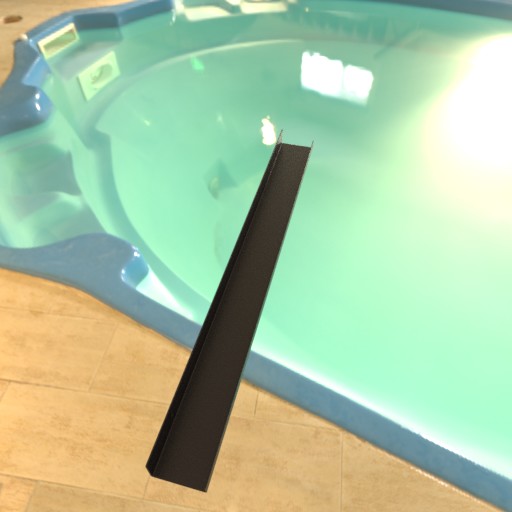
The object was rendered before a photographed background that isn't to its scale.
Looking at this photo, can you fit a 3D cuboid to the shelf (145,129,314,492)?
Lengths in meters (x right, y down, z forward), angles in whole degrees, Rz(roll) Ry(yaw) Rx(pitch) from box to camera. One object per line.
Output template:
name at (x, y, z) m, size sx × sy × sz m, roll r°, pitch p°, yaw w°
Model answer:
shelf at (0.000, 0.000, 0.956) m, size 0.092 × 0.049 × 0.924 m, roll 11°, pitch 49°, yaw 10°
